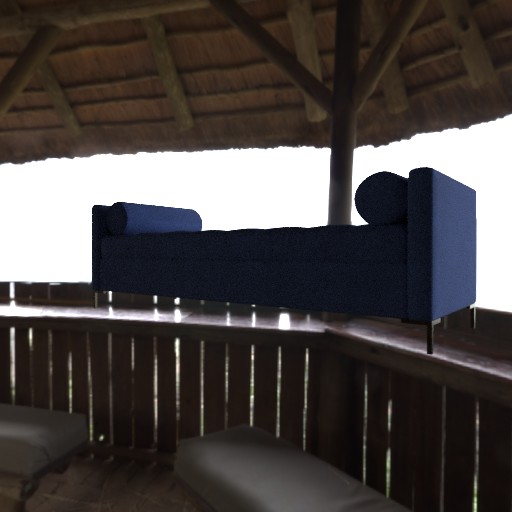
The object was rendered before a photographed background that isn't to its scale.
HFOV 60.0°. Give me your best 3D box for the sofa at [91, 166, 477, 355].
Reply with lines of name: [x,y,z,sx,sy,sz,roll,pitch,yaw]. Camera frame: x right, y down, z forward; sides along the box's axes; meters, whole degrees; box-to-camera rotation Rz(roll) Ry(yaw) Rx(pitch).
sofa: [0.000,0.000,2.319,1.981,0.635,0.686,0,1,38]
